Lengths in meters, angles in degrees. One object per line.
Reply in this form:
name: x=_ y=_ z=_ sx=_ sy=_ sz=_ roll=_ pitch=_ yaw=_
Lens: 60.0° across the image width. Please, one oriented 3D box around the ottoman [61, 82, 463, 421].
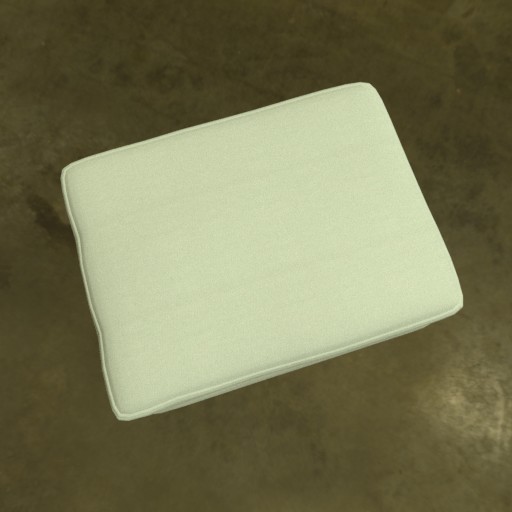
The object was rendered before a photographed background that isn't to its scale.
ottoman: x=0.000 y=0.000 z=1.205 sx=0.818 sy=0.496 sz=0.634 roll=-17 pitch=77 yaw=-4
